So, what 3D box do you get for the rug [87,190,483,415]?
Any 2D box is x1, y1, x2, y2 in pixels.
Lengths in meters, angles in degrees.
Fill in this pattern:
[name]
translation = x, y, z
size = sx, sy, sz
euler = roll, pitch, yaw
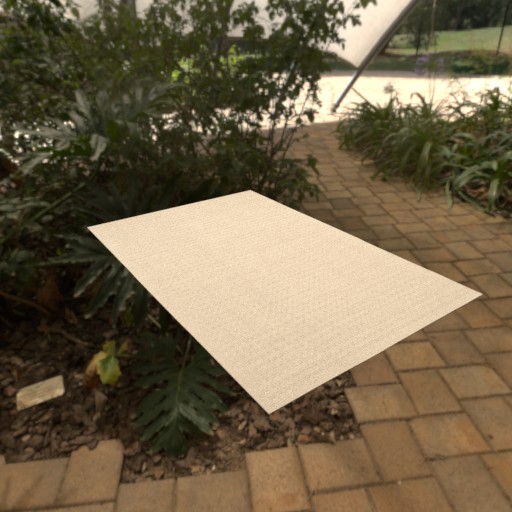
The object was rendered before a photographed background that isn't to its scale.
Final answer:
[rug]
translation = 0.000, 0.000, 2.940
size = 1.523, 0.006, 2.289
euler = -18, 32, -32
